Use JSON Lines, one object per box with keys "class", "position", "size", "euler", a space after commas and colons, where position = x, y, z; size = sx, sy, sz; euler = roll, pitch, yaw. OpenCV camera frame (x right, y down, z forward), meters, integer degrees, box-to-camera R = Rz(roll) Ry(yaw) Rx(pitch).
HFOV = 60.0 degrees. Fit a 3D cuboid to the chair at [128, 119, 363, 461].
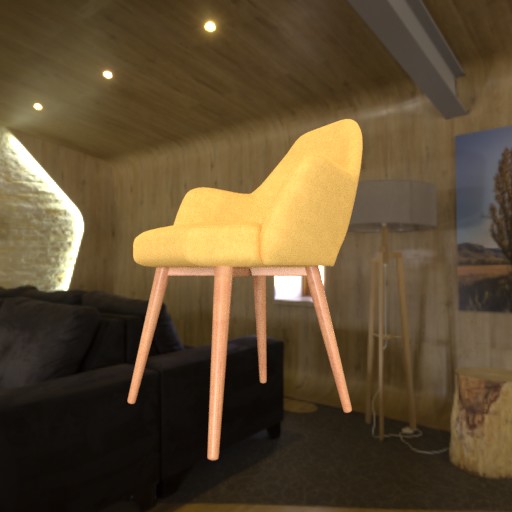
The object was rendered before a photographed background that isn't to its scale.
{"class": "chair", "position": [0.000, 0.000, 1.244], "size": [0.610, 0.840, 0.590], "euler": [1, -2, -36]}
